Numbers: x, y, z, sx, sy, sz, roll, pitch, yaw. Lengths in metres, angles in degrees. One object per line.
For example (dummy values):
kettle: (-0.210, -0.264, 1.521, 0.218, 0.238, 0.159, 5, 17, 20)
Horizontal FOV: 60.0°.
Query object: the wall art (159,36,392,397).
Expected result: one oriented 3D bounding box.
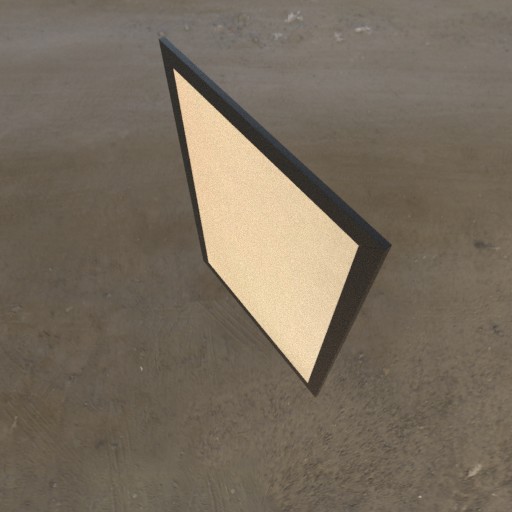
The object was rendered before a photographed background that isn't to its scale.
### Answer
wall art: (0.000, 0.000, 0.688, 0.008, 0.530, 0.379, -33, 65, -18)
